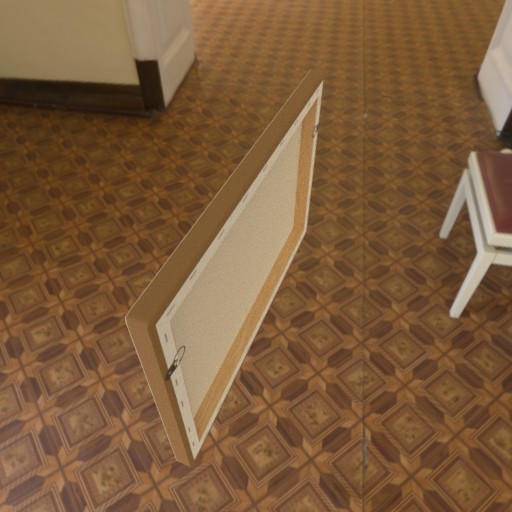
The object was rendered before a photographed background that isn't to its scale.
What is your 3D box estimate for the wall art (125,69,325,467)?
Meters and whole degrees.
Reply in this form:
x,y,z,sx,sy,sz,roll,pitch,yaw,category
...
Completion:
x,y,z,sx,sy,sz,roll,pitch,yaw,category
0.000,0.000,0.482,0.019,0.254,0.380,17,49,15,wall art
